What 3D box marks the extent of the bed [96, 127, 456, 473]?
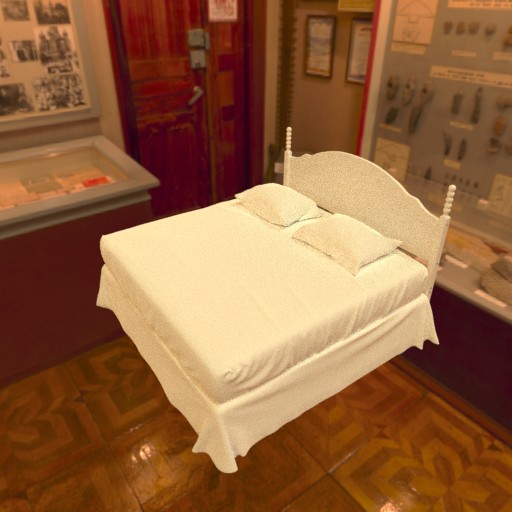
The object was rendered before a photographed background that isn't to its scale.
[{"bbox_3d":[0.000,0.000,3.637,2.219,1.355,2.322,-20,37,-30],"label":"bed"}]
